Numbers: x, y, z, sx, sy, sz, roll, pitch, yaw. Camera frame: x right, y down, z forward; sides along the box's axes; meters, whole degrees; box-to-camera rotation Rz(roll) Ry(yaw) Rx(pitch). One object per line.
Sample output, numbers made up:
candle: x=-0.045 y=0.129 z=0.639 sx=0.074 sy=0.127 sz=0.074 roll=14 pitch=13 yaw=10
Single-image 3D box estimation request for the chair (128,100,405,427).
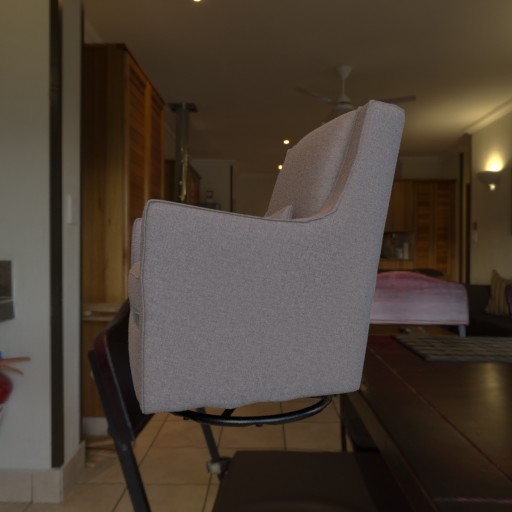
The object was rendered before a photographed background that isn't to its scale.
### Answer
chair: x=0.000 y=0.000 z=1.593 sx=0.879 sy=0.993 sz=0.732 roll=0 pitch=0 yaw=-18
